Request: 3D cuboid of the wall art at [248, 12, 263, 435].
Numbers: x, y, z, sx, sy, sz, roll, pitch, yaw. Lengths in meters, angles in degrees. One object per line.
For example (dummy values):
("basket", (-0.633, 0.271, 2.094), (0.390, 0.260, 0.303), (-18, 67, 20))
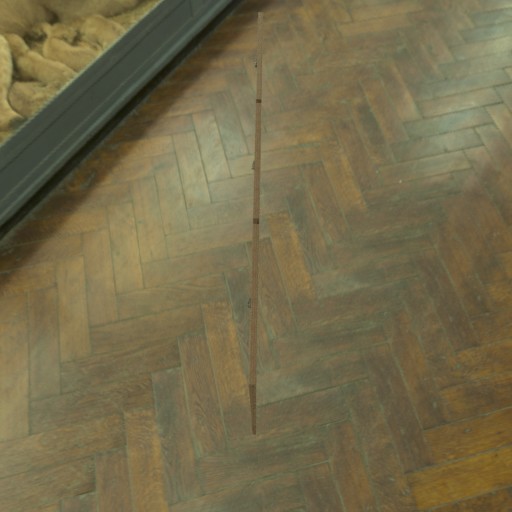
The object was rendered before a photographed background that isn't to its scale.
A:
("wall art", (0.000, 0.000, 1.759), (0.024, 1.218, 1.221), (1, 63, 1))
